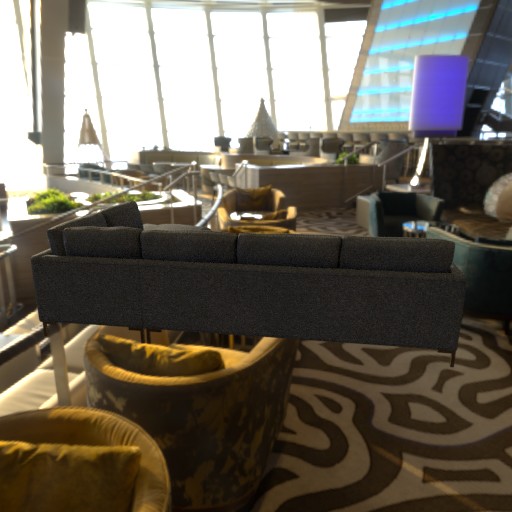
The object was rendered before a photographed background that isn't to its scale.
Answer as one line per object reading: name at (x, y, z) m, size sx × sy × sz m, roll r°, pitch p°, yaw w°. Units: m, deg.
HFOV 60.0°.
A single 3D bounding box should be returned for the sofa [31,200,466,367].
sofa at (0.000, 0.000, 3.877) m, size 2.949 × 0.815 × 2.007 m, roll 2°, pitch 16°, yaw 9°
